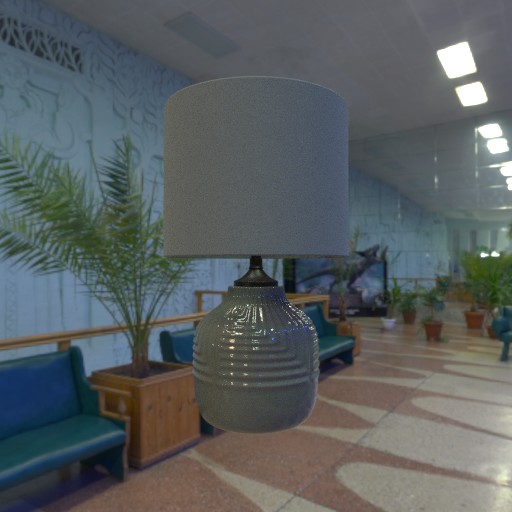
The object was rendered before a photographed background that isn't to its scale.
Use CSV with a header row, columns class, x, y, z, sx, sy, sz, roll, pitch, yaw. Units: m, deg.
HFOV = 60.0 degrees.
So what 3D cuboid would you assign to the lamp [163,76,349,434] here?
class,x,y,z,sx,sy,sz,roll,pitch,yaw
lamp,0.000,0.000,0.775,0.318,0.567,0.318,0,-1,0
